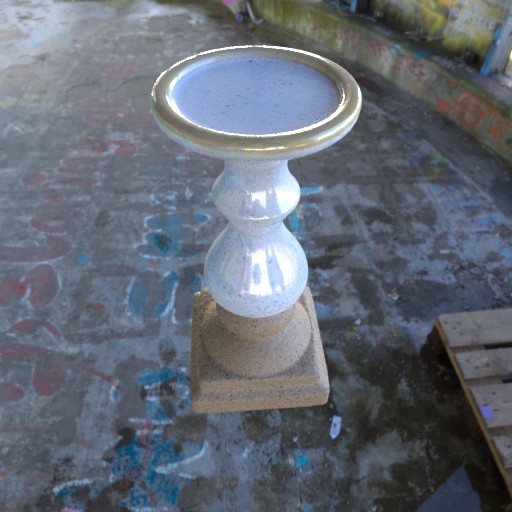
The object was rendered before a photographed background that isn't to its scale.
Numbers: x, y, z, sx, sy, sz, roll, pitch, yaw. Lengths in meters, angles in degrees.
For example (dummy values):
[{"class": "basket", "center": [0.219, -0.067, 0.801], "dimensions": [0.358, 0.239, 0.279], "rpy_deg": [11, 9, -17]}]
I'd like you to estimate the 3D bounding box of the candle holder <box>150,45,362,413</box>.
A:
[{"class": "candle holder", "center": [0.000, 0.000, 0.300], "dimensions": [0.110, 0.239, 0.110], "rpy_deg": [-3, 47, -3]}]
